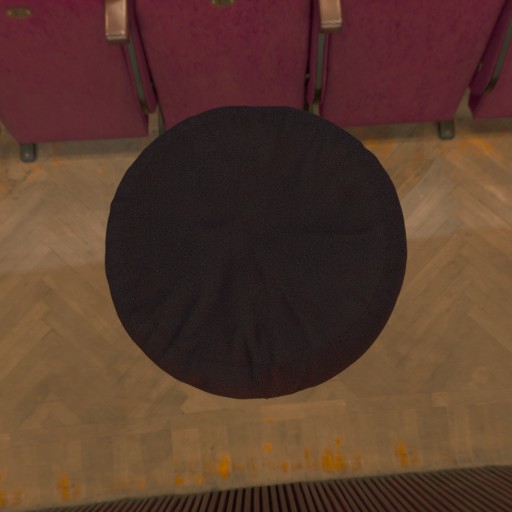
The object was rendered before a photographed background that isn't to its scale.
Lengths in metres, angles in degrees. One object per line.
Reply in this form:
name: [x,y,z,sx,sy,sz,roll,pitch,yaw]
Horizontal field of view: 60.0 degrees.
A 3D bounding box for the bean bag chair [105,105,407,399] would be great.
bean bag chair: [0.000,0.000,1.962,1.219,0.762,1.219,0,77,0]
